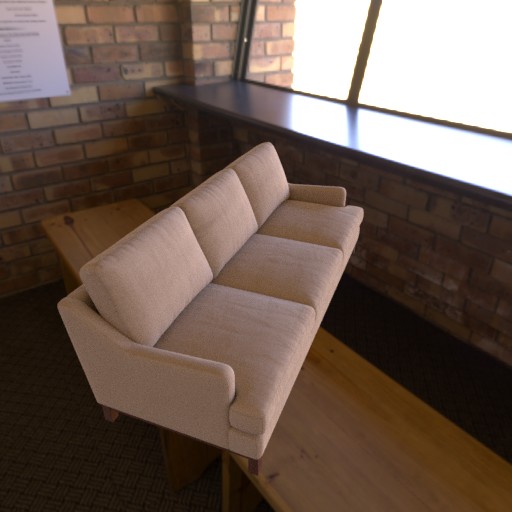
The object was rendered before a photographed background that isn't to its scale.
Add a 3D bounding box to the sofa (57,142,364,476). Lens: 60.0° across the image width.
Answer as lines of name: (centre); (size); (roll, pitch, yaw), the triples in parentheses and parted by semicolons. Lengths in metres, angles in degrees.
sofa: (0.000, 0.000, 2.848); (1.000, 0.913, 2.321); (11, 31, 19)
